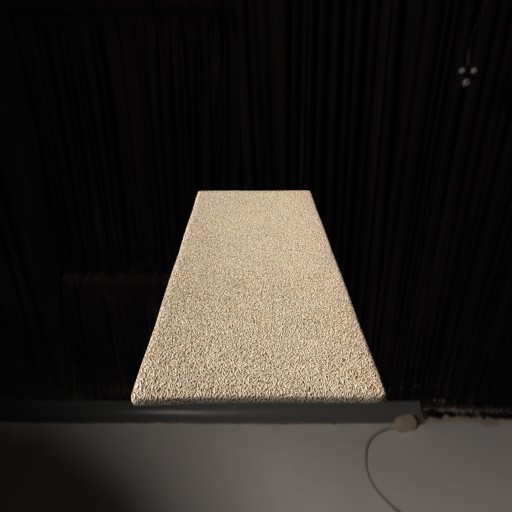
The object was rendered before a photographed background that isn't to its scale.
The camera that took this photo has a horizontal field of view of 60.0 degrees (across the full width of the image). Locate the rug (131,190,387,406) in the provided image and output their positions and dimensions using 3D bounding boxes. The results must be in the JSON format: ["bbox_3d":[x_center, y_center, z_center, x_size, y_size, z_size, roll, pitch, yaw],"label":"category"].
[{"bbox_3d":[0.000,0.000,1.725,0.609,0.030,1.524,0,27,-1],"label":"rug"}]
